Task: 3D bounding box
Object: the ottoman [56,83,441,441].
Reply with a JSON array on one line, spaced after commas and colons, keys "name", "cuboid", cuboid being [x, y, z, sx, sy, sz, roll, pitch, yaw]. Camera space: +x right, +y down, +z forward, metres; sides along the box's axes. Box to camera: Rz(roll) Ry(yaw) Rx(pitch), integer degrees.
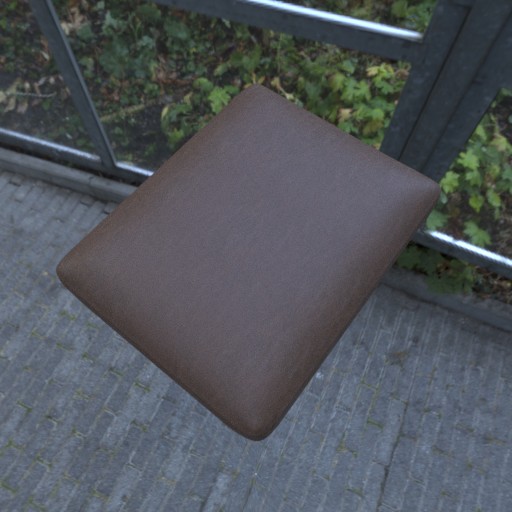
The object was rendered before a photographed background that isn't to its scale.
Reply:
[{"name": "ottoman", "cuboid": [0.000, 0.000, 1.227, 0.635, 0.508, 0.787, 35, 69, 16]}]
